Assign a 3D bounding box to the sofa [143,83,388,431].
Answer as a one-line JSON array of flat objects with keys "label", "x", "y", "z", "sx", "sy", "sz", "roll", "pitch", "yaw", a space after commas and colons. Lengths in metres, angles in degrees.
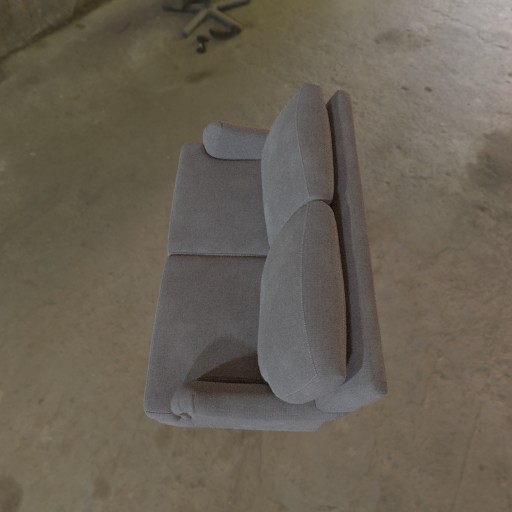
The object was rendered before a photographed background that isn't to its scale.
[{"label": "sofa", "x": 0.000, "y": 0.000, "z": 2.573, "sx": 1.084, "sy": 1.101, "sz": 1.853, "roll": 1, "pitch": 59, "yaw": 1}]
